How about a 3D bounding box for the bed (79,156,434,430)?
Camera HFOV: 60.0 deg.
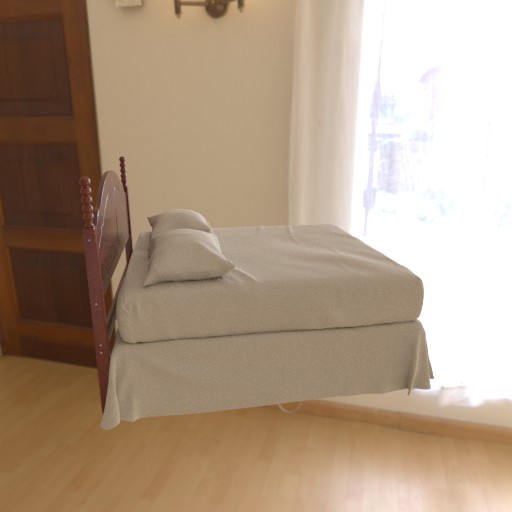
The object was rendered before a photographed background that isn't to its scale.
[{"bbox_3d":[0.000,0.000,3.256,2.040,1.356,1.873,-3,16,-9],"label":"bed"}]
